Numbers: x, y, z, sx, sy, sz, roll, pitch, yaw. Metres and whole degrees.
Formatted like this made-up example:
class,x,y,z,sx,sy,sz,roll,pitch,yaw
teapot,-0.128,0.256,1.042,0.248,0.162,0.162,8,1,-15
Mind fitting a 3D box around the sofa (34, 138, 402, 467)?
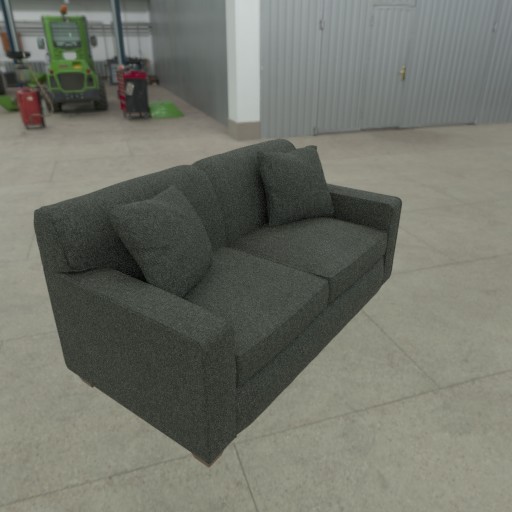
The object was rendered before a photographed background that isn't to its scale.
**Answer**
class,x,y,z,sx,sy,sz,roll,pitch,yaw
sofa,0.000,0.000,2.407,0.998,0.958,1.846,18,31,32
